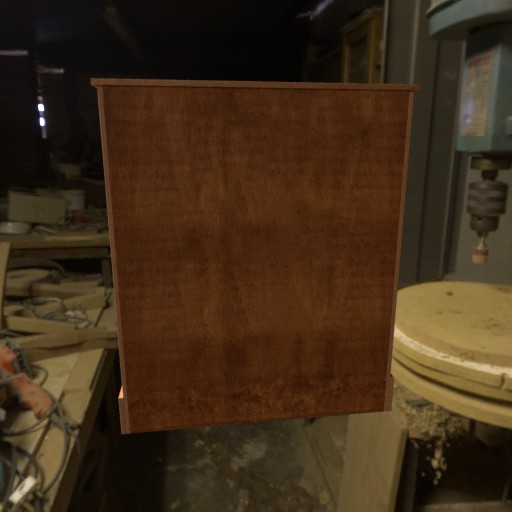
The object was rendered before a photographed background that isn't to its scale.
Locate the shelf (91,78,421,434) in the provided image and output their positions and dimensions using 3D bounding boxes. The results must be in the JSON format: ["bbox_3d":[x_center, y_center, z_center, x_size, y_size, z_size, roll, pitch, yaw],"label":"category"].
[{"bbox_3d":[0.000,0.000,1.378,0.840,0.980,0.291,-2,14,-8],"label":"shelf"}]
